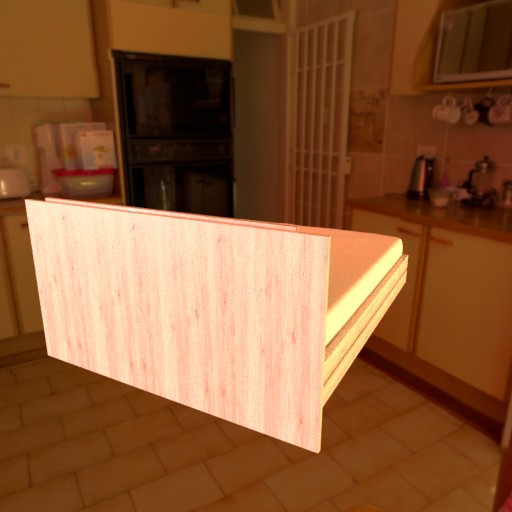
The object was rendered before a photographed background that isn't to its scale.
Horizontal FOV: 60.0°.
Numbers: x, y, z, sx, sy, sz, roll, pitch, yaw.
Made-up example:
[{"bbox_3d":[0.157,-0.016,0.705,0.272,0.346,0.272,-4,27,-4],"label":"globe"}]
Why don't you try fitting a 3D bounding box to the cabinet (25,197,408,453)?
[{"bbox_3d":[0.000,0.000,3.035,1.750,0.970,2.080,9,19,27],"label":"cabinet"}]
